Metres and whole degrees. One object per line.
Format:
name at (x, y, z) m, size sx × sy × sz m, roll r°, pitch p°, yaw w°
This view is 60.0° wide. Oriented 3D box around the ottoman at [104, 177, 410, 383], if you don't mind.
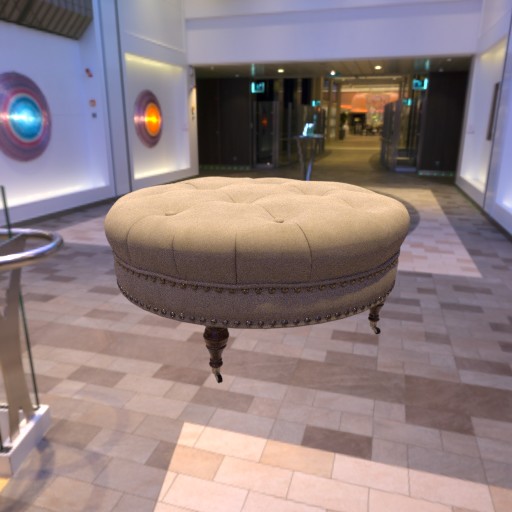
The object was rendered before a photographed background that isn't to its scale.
ottoman at (0.000, 0.000, 1.397) m, size 0.901 × 0.439 × 0.901 m, roll 0°, pitch 17°, yaw 0°
